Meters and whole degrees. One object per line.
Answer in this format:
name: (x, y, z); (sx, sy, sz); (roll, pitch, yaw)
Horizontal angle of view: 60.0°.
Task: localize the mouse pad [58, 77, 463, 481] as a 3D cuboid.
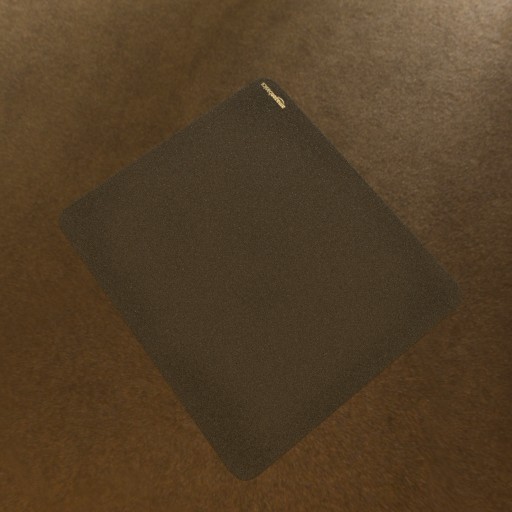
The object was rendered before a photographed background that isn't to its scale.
mouse pad: (0.000, 0.000, 0.622); (0.393, 0.002, 0.451); (-37, 79, -9)
